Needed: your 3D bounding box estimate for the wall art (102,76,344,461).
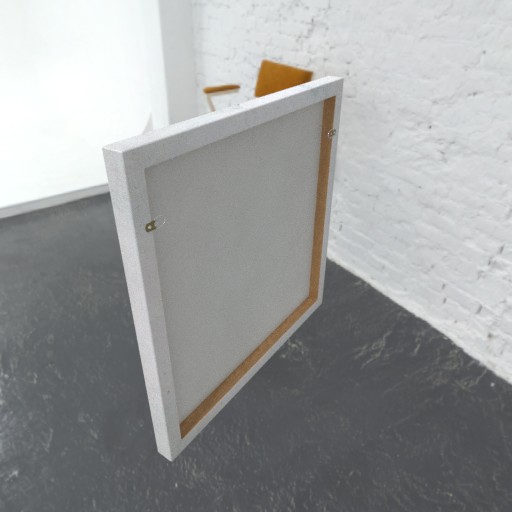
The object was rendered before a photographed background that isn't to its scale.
[{"bbox_3d":[0.000,0.000,0.913,0.040,0.612,0.612,20,37,29],"label":"wall art"}]
